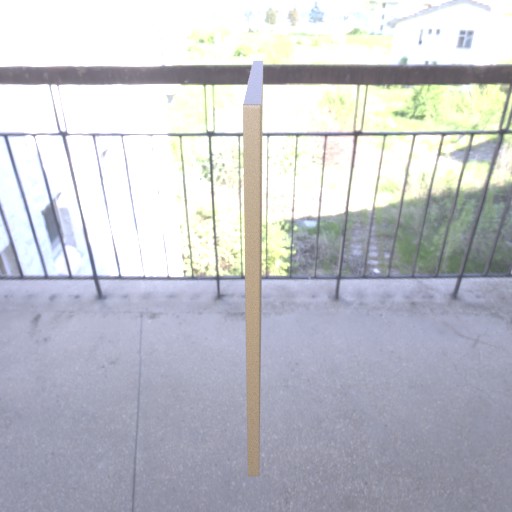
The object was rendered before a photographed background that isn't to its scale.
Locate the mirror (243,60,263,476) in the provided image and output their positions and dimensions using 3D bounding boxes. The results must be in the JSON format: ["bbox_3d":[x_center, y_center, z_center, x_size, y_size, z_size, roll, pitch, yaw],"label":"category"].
[{"bbox_3d":[0.000,0.000,1.348,0.032,1.023,0.756,1,29,1],"label":"mirror"}]
